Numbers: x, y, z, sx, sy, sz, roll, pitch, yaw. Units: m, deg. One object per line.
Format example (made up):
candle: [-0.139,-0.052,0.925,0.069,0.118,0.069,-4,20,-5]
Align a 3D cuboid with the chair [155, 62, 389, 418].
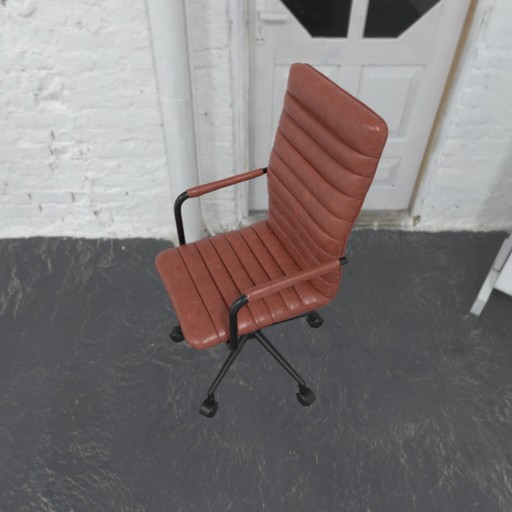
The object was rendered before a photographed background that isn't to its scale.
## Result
chair: [0.000,0.000,1.356,0.580,0.979,0.608,-18,47,-17]
